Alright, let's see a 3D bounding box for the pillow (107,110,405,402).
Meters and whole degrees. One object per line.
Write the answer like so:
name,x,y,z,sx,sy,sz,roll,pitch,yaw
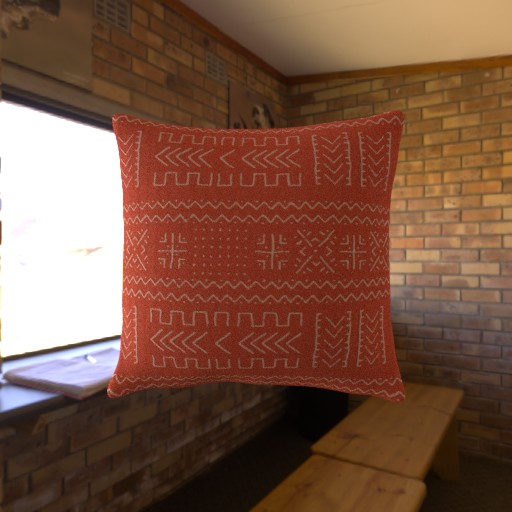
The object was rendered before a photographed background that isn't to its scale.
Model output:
pillow,0.000,0.000,0.655,0.438,0.429,0.164,0,0,0
